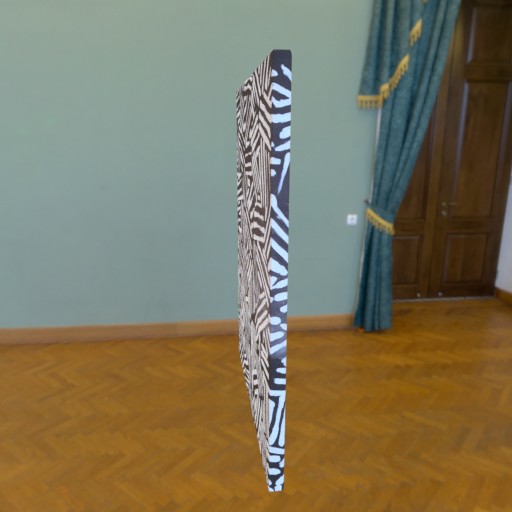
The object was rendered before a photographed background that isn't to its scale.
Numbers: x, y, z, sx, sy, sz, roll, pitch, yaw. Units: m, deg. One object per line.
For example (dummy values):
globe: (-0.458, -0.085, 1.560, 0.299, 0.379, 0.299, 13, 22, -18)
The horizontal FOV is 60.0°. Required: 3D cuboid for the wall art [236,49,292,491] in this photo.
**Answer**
wall art: (0.000, 0.000, 1.343, 0.038, 1.017, 0.765, -2, 15, -7)
